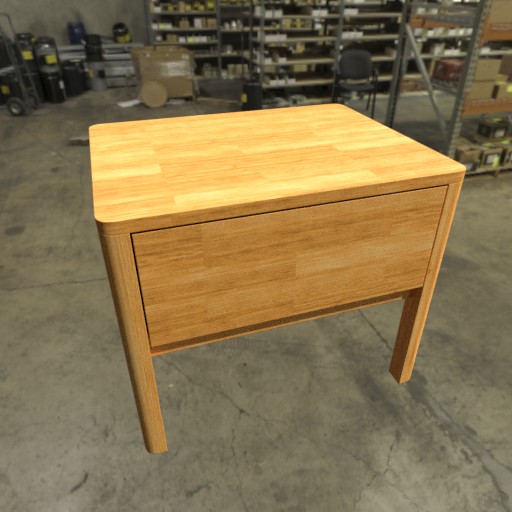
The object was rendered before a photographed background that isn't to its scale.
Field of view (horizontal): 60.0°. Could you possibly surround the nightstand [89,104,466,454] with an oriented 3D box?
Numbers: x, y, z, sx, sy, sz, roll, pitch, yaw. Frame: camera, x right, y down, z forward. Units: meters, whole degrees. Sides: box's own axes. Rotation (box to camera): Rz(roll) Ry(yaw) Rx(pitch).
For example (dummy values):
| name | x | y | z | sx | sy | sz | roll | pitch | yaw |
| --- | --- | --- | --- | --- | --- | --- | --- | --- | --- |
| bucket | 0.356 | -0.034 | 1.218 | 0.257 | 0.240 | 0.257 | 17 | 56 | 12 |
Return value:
| name | x | y | z | sx | sy | sz | roll | pitch | yaw |
| --- | --- | --- | --- | --- | --- | --- | --- | --- | --- |
| nightstand | 0.000 | 0.000 | 0.914 | 0.560 | 0.470 | 0.440 | -10 | 34 | -16 |
